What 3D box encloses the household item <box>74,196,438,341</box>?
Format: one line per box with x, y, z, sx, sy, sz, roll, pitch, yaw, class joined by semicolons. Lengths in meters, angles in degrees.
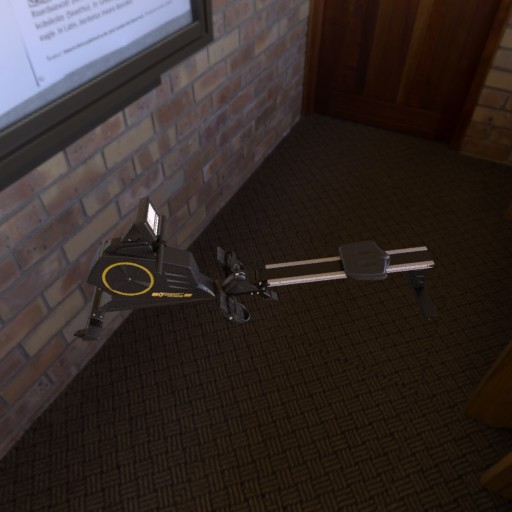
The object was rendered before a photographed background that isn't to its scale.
0.000;0.000;2.649;2.251;0.810;0.521;-3;46;-3;household item
